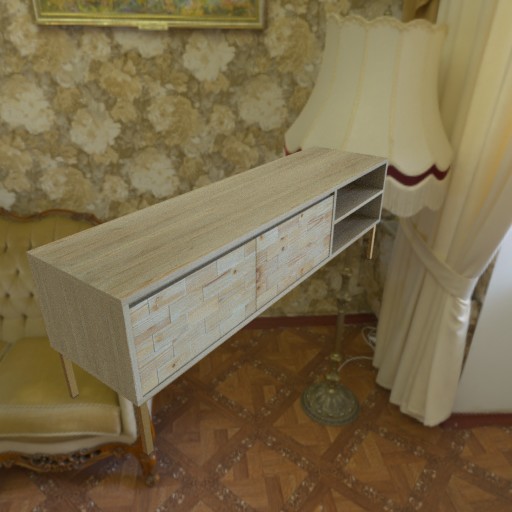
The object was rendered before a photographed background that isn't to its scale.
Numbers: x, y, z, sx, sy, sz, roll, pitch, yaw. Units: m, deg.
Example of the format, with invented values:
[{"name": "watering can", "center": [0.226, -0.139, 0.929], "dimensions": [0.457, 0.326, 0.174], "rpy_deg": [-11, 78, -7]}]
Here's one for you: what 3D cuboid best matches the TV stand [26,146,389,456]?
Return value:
[{"name": "TV stand", "center": [0.000, 0.000, 1.831], "dimensions": [0.420, 0.550, 1.600], "rpy_deg": [19, 32, 32]}]
